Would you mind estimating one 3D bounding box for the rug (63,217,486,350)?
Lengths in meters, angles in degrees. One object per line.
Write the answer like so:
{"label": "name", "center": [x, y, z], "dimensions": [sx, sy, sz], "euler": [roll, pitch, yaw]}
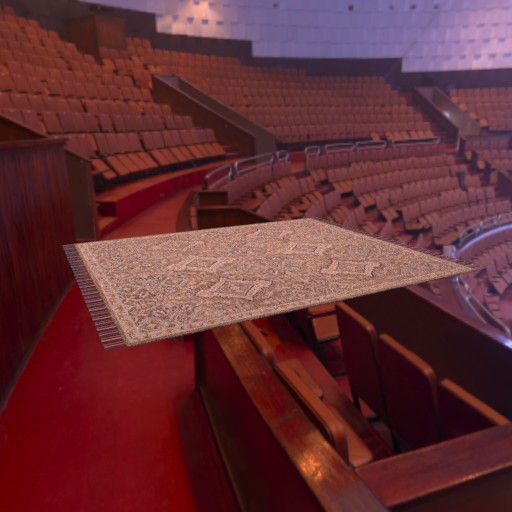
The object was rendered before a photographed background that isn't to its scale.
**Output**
{"label": "rug", "center": [0.000, 0.000, 4.035], "dimensions": [3.056, 0.010, 2.437], "euler": [-8, 18, -27]}
